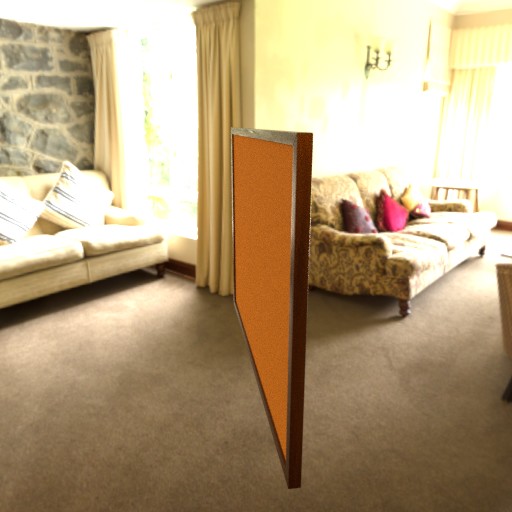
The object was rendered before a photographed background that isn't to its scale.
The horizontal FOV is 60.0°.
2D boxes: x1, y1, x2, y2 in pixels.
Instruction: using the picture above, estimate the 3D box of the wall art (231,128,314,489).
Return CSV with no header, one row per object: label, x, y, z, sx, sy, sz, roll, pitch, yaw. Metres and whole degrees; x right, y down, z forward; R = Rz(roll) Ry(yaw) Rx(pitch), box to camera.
wall art,0.000,0.000,0.553,0.012,0.304,0.431,-3,17,-9
